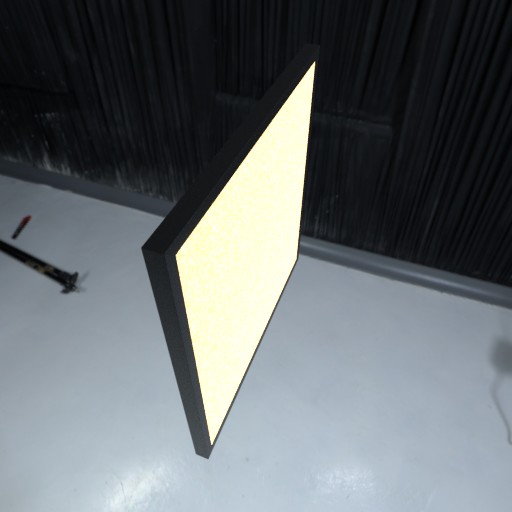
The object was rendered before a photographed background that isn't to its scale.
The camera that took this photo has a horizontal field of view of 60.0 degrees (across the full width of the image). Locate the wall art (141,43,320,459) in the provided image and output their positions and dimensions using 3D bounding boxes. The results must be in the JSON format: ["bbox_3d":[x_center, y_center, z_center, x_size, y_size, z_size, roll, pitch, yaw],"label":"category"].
[{"bbox_3d":[0.000,0.000,1.108,0.036,0.755,0.756,16,48,15],"label":"wall art"}]
